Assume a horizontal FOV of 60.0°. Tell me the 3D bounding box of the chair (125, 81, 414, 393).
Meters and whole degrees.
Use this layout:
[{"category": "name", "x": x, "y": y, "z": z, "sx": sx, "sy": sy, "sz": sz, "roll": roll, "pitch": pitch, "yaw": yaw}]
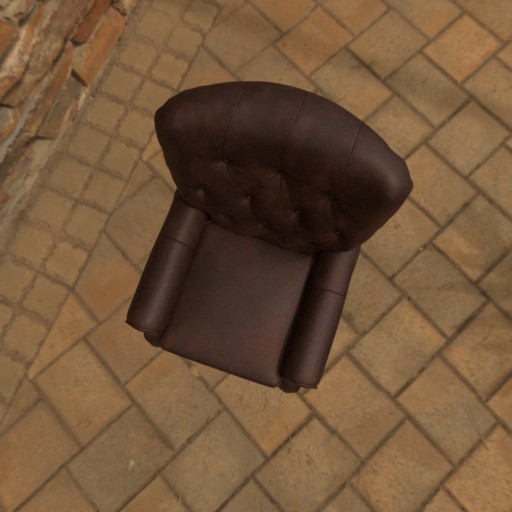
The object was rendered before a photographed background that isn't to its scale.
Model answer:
[{"category": "chair", "x": 0.000, "y": 0.000, "z": 1.984, "sx": 0.948, "sy": 1.158, "sz": 1.058, "roll": 18, "pitch": 78, "yaw": 4}]
